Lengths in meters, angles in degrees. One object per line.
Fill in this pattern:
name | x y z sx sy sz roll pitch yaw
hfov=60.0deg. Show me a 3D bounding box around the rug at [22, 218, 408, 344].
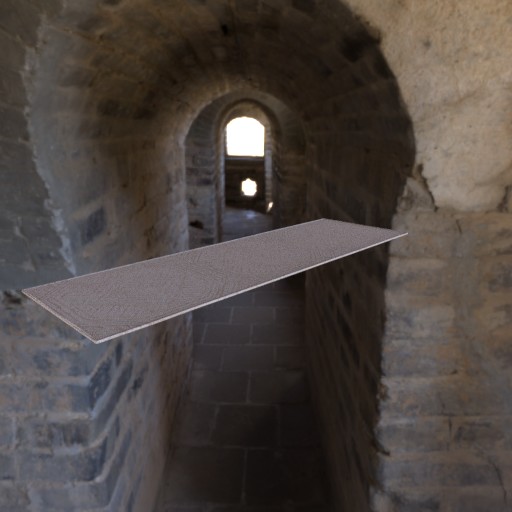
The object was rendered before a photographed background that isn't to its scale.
rug | 0.000 0.000 2.721 0.775 0.012 2.452 15 22 42
